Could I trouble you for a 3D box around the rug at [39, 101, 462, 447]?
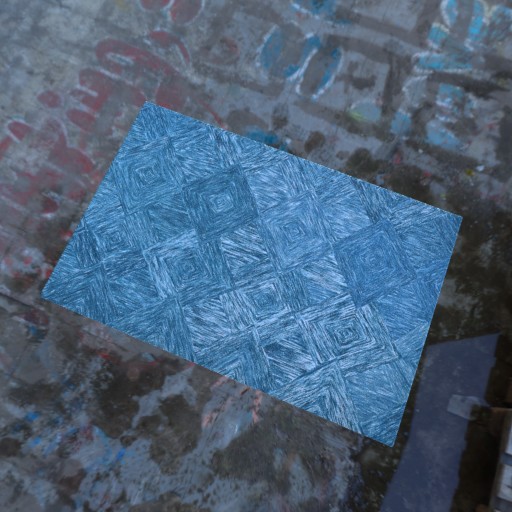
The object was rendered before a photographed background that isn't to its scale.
[{"bbox_3d":[0.000,0.000,2.799,2.277,0.015,1.490,22,76,6],"label":"rug"}]
